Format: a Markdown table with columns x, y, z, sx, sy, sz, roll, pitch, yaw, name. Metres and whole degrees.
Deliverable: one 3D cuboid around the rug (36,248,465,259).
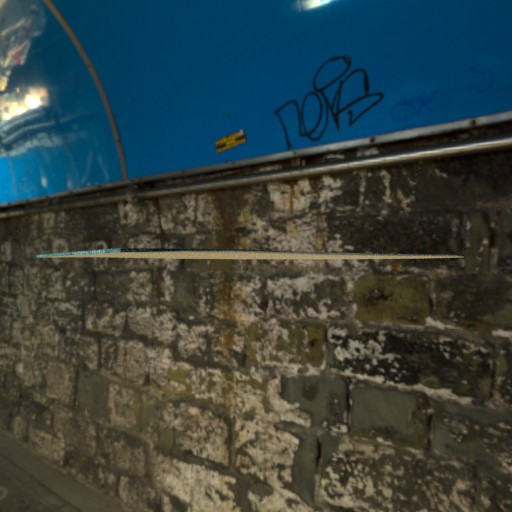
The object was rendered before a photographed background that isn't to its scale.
| x | y | z | sx | sy | sz | roll | pitch | yaw | name |
| --- | --- | --- | --- | --- | --- | --- | --- | --- | --- |
| 0.000 | 0.000 | 2.115 | 1.728 | 0.017 | 1.136 | 1 | -1 | -36 | rug |
